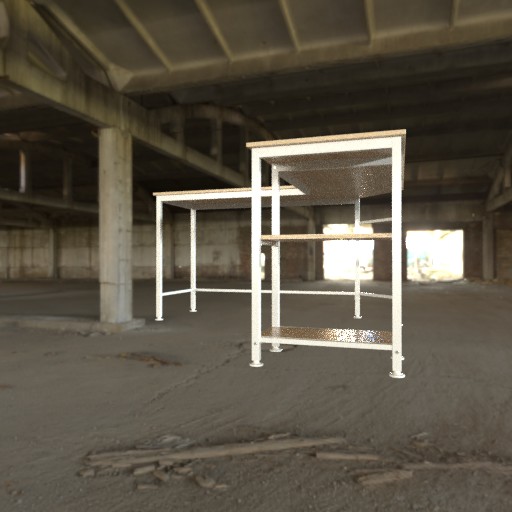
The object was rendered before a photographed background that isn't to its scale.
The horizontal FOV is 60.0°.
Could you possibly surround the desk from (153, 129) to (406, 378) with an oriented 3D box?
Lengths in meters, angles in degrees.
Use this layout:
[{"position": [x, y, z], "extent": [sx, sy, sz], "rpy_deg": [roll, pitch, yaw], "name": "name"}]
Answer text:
[{"position": [0.000, 0.000, 2.179], "extent": [1.379, 0.739, 1.379], "rpy_deg": [0, 0, 18], "name": "desk"}]
